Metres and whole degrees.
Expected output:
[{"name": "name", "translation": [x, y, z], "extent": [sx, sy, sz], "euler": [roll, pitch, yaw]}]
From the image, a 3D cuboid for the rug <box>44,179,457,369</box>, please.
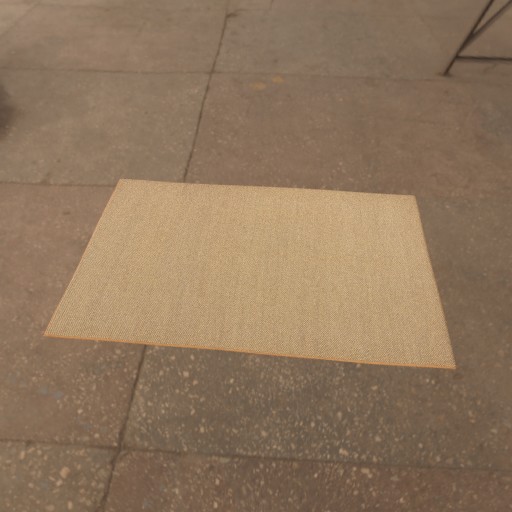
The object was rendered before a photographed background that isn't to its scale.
[{"name": "rug", "translation": [0.000, 0.000, 2.145], "extent": [1.678, 0.013, 1.078], "euler": [4, 47, 4]}]
